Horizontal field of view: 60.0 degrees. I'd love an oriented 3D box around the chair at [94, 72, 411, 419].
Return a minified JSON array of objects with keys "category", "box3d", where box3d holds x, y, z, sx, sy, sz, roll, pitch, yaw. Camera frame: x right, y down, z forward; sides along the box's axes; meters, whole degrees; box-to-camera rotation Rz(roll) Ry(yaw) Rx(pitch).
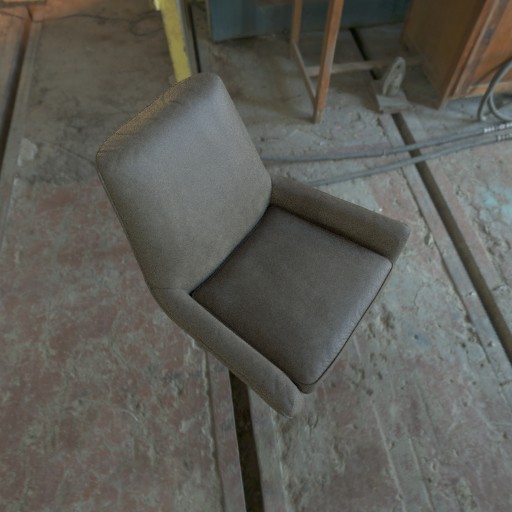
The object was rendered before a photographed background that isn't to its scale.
[{"category":"chair","box3d":[0.000,0.000,1.526,0.824,0.888,0.787,31,63,18]}]
